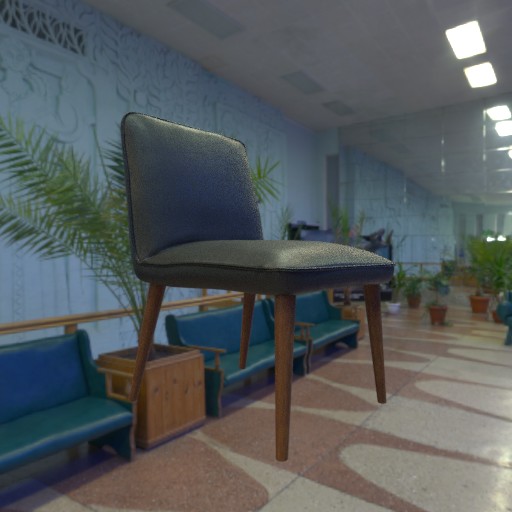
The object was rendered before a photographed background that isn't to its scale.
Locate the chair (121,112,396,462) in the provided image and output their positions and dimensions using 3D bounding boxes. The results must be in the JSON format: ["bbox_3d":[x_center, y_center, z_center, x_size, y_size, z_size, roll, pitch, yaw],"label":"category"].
[{"bbox_3d":[0.000,0.000,1.213,0.645,0.801,0.543,1,1,37],"label":"chair"}]
